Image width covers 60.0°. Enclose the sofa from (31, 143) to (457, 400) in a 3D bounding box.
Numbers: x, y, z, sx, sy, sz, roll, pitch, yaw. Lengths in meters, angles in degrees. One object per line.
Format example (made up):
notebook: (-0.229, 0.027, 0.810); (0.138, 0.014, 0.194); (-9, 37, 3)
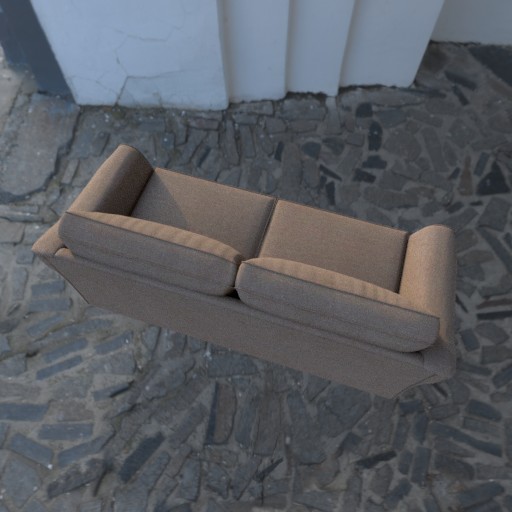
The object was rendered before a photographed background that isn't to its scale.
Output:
sofa: (0.000, 0.000, 2.690); (2.270, 0.906, 0.986); (16, 63, 8)
